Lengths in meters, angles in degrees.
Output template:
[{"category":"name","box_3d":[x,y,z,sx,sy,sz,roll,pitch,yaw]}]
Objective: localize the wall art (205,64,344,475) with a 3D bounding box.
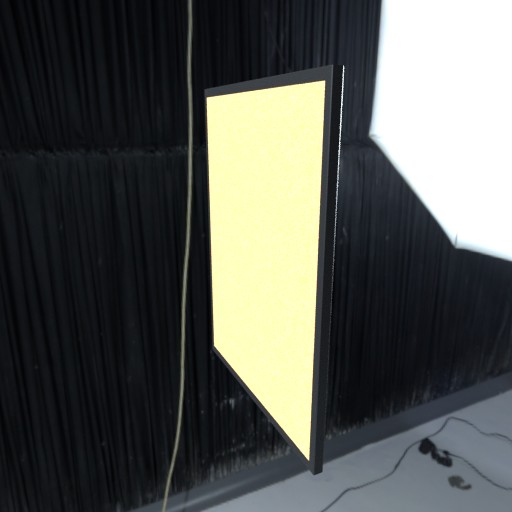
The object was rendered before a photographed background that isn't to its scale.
[{"category":"wall art","box_3d":[0.000,0.000,1.391,0.030,1.027,0.774,-8,18,-25]}]
